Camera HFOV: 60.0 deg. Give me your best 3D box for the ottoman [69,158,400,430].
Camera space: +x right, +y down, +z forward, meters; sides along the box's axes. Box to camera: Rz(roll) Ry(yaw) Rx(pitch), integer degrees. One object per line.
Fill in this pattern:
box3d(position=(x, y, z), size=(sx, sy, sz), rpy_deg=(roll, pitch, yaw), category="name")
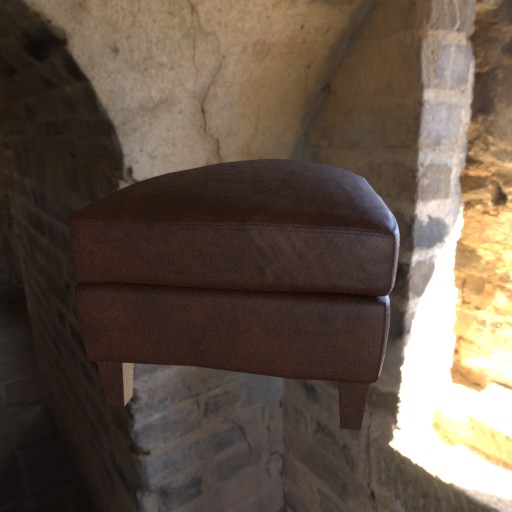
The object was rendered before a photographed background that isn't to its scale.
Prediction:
box3d(position=(0.000, 0.000, 1.261), size=(0.659, 0.527, 0.887), rpy_deg=(2, 16, 8), category="ottoman")
